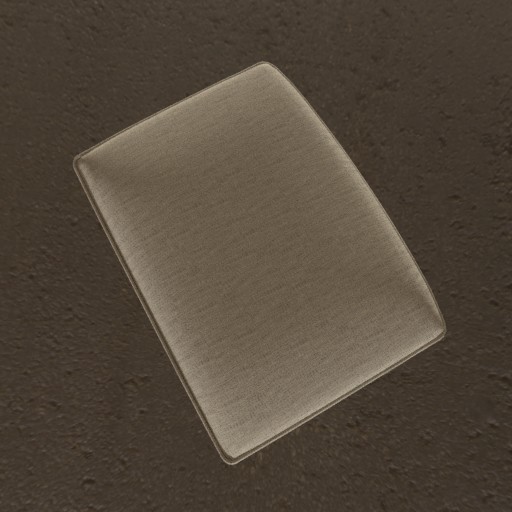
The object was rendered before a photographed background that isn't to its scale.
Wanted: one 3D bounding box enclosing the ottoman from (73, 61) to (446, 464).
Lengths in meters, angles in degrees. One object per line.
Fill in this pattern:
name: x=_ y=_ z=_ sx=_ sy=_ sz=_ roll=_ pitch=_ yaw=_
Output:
ottoman: x=0.000 y=0.000 z=1.161 sx=0.594 sy=0.465 sz=0.794 roll=-29 pitch=78 yaw=-7
